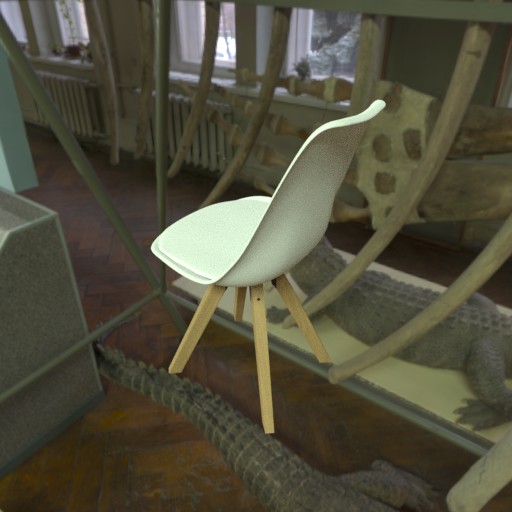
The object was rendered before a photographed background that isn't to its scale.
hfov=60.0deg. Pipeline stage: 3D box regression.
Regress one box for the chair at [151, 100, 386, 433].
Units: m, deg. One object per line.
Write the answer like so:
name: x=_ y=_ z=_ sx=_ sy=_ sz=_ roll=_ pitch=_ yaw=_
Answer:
chair: x=0.000 y=0.000 z=1.211 sx=0.550 sy=0.849 sz=0.485 roll=21 pitch=37 yaw=30
